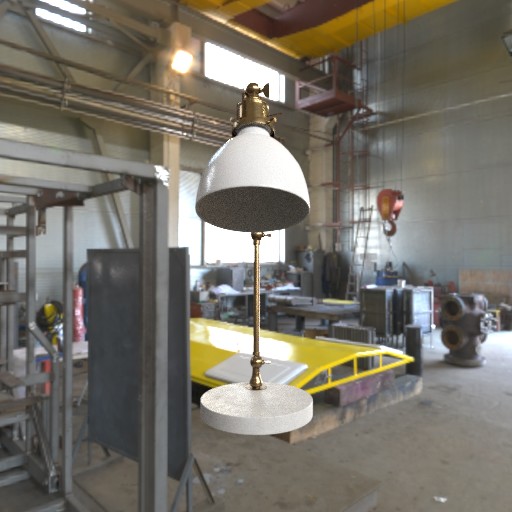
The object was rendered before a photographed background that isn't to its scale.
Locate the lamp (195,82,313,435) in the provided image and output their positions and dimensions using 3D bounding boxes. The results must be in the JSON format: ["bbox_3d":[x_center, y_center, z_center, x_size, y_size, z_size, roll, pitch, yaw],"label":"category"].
[{"bbox_3d":[0.000,0.000,0.692,0.186,0.522,0.317,0,0,1],"label":"lamp"}]
